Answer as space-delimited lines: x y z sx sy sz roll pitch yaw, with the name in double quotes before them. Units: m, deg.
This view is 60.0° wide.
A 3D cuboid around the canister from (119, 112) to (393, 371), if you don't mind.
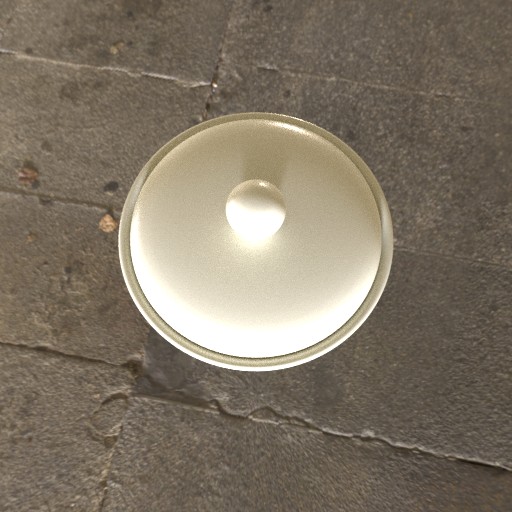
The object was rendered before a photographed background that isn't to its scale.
"canister" 0.000 0.000 0.348 0.181 0.211 0.181 0 72 0
